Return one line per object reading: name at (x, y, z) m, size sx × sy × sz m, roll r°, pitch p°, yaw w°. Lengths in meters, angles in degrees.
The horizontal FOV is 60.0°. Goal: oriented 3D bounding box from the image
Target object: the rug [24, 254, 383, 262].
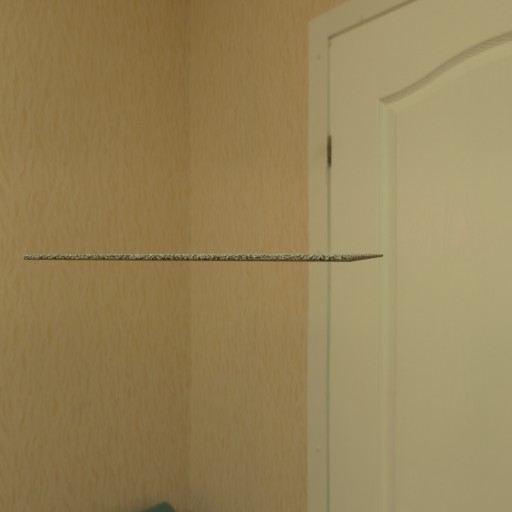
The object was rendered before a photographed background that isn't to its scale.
rug at (0.000, 0.000, 3.435) m, size 1.778 × 0.030 × 2.743 m, roll 0°, pitch 0°, yaw 19°
